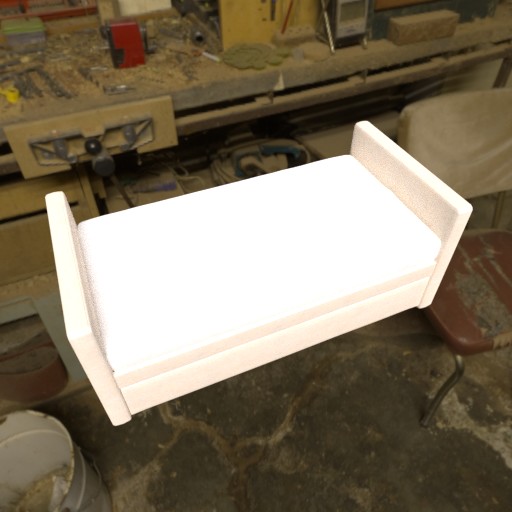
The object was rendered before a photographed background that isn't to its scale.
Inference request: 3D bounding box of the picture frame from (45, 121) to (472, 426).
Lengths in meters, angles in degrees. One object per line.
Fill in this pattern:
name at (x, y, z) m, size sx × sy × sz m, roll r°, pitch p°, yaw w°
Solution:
picture frame at (0.000, 0.000, 2.784) m, size 2.161 × 0.891 × 1.069 m, roll -17°, pitch 48°, yaw -16°
